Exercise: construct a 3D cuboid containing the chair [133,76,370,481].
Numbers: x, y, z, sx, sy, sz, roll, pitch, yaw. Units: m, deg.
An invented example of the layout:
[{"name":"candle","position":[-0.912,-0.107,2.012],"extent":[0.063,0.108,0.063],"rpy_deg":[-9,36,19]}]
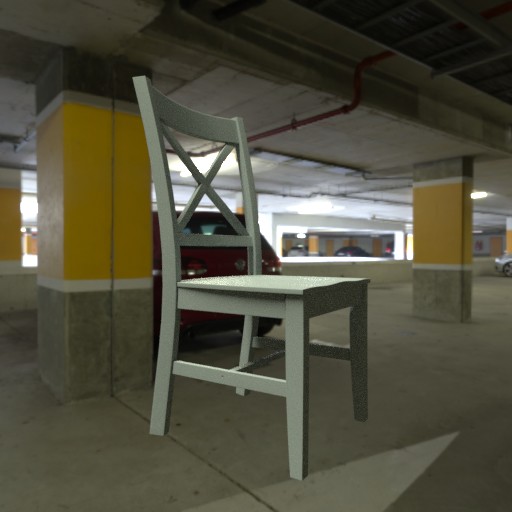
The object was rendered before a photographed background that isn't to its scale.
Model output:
[{"name":"chair","position":[0.000,0.000,1.291],"extent":[0.542,0.983,0.485],"rpy_deg":[0,1,33]}]
